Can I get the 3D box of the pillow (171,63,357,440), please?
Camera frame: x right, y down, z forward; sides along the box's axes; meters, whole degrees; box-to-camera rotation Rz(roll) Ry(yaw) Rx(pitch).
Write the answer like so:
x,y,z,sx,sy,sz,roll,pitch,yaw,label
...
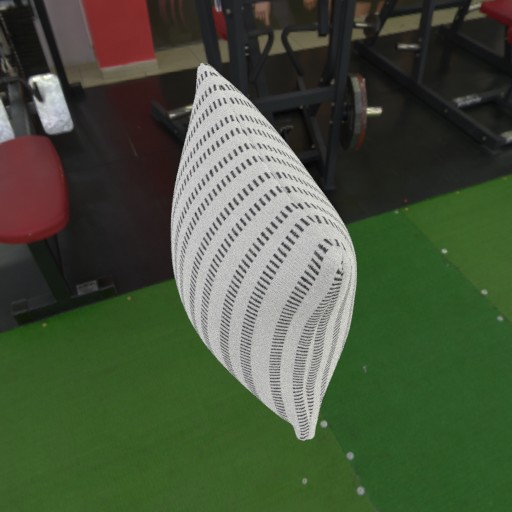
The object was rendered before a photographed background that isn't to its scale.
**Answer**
x,y,z,sx,sy,sz,roll,pitch,yaw,label
0.000,0.000,0.674,0.247,0.419,0.438,-16,49,-14,pillow
